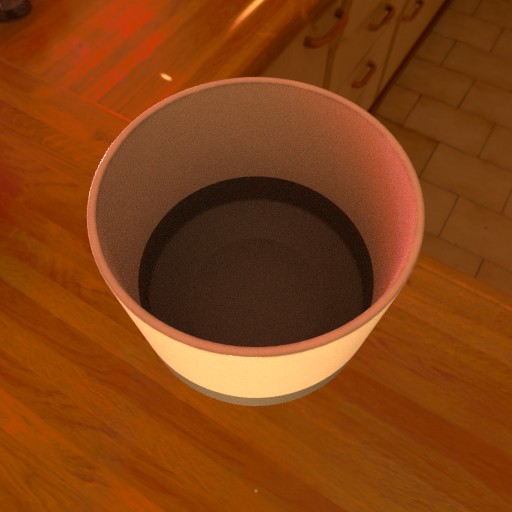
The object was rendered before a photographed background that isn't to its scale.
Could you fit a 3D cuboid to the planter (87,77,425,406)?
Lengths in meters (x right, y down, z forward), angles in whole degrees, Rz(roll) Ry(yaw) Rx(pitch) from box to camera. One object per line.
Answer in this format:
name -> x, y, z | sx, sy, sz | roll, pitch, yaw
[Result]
planter -> 0.000, 0.000, 0.217 | 0.128, 0.105, 0.128 | 0, 62, 0
